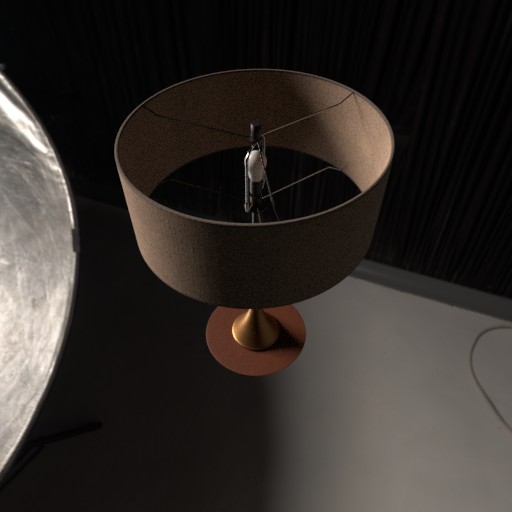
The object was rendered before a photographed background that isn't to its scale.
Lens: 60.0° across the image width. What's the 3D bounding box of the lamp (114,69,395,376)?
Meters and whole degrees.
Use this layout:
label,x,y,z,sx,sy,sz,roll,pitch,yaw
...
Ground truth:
label,x,y,z,sx,sy,sz,roll,pitch,yaw
lamp,0.000,0.000,0.836,0.396,0.551,0.417,16,48,15
